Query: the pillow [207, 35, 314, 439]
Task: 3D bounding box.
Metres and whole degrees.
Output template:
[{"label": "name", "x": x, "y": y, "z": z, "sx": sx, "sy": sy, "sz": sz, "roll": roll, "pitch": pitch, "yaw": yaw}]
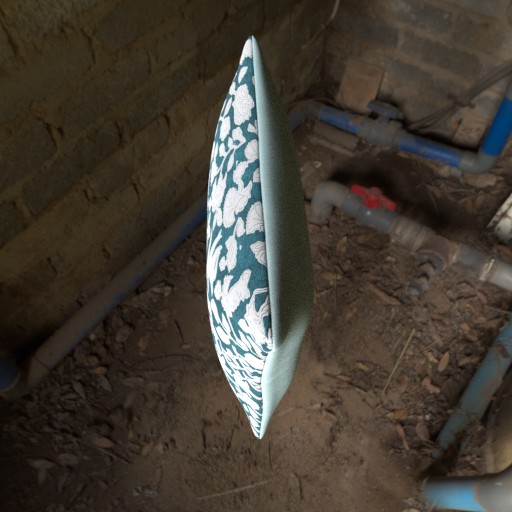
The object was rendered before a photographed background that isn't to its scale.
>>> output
[{"label": "pillow", "x": 0.000, "y": 0.000, "z": 0.785, "sx": 0.166, "sy": 0.508, "sz": 0.525, "roll": -2, "pitch": 58, "yaw": -1}]
